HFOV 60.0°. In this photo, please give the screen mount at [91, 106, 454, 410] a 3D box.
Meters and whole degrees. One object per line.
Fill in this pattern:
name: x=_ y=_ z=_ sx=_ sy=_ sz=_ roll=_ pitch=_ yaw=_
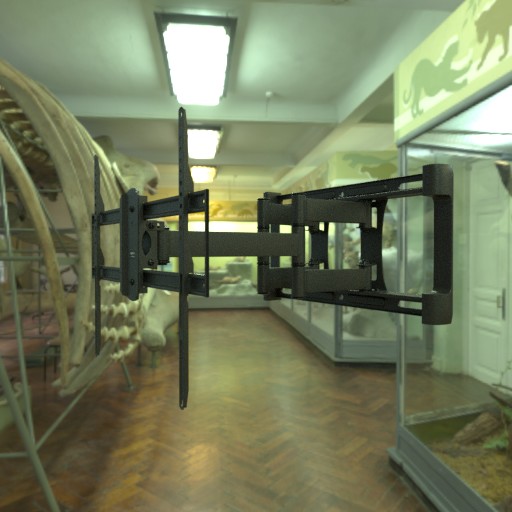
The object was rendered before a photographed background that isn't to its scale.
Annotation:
screen mount: x=0.000 y=0.000 z=0.940 sx=0.556 sy=0.424 sz=0.571 roll=-1 pitch=1 yaw=-37
